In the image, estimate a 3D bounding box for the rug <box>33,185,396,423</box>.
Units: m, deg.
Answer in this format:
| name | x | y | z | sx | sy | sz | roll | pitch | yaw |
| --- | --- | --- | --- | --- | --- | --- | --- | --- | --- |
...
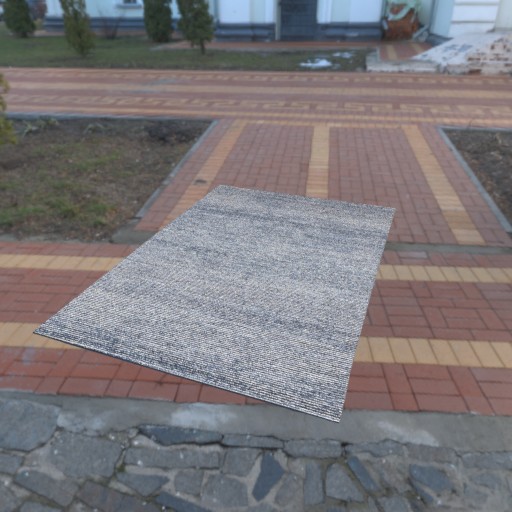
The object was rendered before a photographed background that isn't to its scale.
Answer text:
| name | x | y | z | sx | sy | sz | roll | pitch | yaw |
| --- | --- | --- | --- | --- | --- | --- | --- | --- | --- |
| rug | 0.000 | 0.000 | 3.017 | 1.624 | 0.030 | 2.349 | 11 | 31 | 18 |
